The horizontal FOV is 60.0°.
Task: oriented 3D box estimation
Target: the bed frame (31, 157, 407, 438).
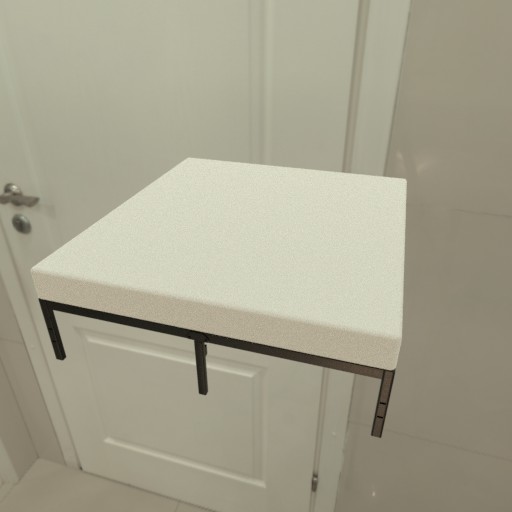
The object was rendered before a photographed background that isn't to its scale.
[{"bbox_3d":[0.000,0.000,3.175,1.963,0.659,2.079,9,31,15],"label":"bed frame"}]
